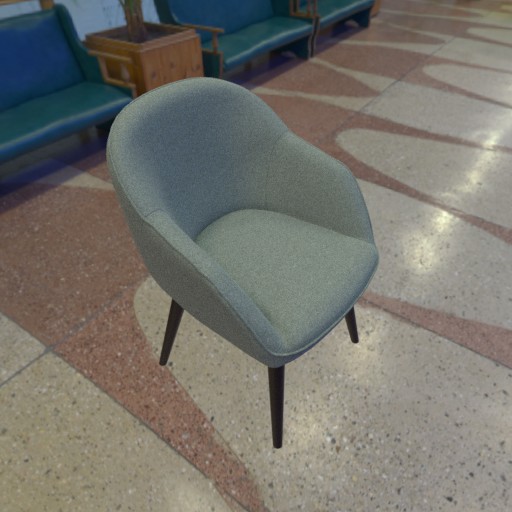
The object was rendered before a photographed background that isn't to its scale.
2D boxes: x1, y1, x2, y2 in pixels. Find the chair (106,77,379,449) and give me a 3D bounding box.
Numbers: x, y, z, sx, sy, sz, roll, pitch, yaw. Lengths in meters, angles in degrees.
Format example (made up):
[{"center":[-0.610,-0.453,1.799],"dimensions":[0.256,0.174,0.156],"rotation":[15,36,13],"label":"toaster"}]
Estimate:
[{"center":[0.000,0.000,1.234],"dimensions":[0.611,0.810,0.589],"rotation":[26,46,28],"label":"chair"}]
